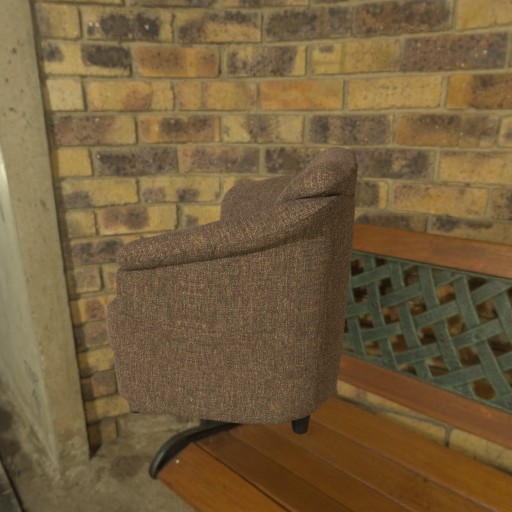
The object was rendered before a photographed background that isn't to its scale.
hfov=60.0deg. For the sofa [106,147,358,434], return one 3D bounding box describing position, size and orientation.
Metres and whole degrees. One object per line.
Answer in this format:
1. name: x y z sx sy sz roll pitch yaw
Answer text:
1. sofa: 0.000 0.000 1.923 0.799 0.895 1.404 3 17 11
